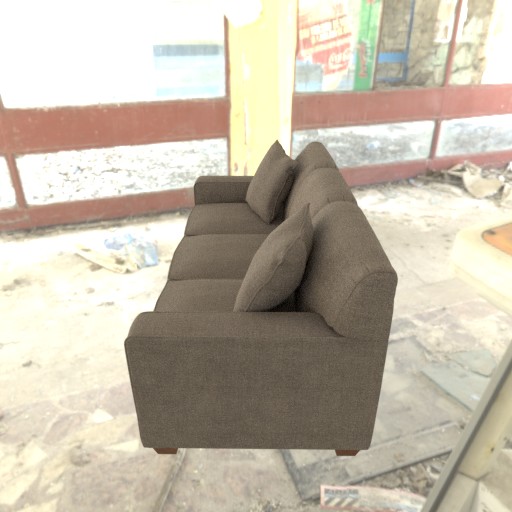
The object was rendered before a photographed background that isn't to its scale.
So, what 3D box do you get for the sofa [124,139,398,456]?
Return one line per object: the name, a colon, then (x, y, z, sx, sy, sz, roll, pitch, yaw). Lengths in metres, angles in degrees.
sofa: (0.000, 0.000, 2.534, 0.997, 0.958, 2.024, 0, 27, 1)
